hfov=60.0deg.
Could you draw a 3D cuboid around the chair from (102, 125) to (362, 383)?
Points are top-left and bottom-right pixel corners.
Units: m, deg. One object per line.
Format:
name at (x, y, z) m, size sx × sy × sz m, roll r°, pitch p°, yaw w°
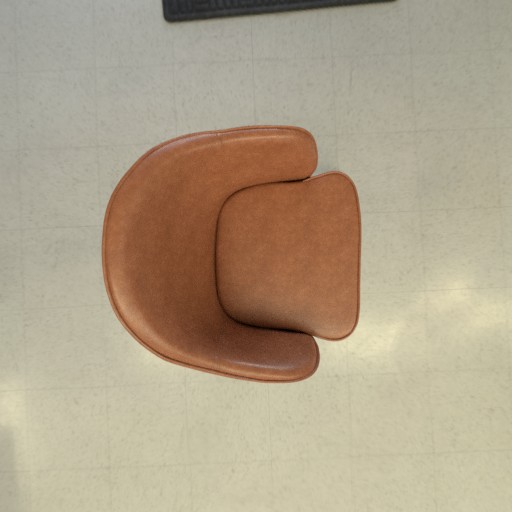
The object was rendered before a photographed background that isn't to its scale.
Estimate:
chair at (0.000, 0.000, 1.220) m, size 0.580 × 0.785 × 0.582 m, roll 0°, pitch 88°, yaw 0°
